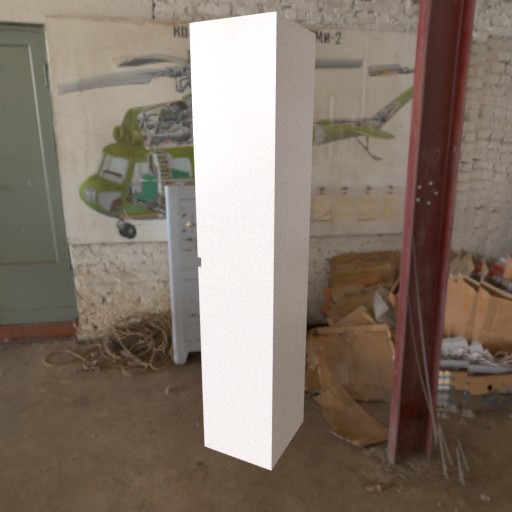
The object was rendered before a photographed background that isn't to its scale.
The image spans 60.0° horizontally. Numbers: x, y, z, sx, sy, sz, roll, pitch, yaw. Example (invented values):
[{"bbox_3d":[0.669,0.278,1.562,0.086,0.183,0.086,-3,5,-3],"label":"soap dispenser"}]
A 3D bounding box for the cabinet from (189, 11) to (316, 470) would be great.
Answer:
[{"bbox_3d":[0.000,0.000,1.503,0.269,1.400,0.300,8,17,26],"label":"cabinet"}]
